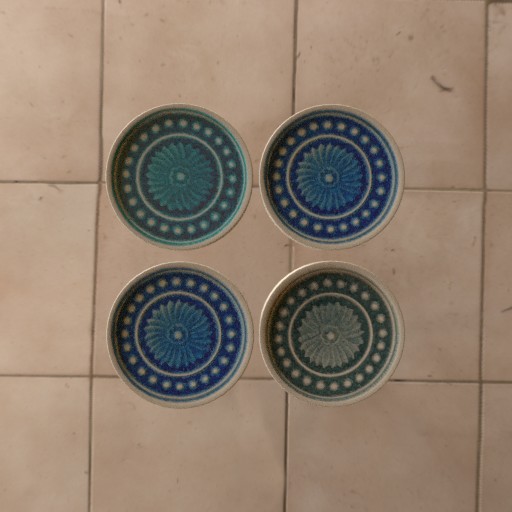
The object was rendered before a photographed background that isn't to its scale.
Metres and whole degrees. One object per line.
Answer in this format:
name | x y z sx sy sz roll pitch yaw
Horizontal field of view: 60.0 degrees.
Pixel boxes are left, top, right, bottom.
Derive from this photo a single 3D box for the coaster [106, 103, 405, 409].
coaster | 0.000 0.000 0.330 0.220 0.010 0.224 0 90 -1
